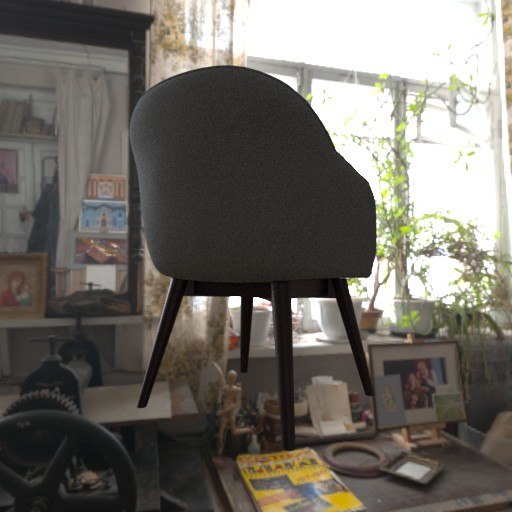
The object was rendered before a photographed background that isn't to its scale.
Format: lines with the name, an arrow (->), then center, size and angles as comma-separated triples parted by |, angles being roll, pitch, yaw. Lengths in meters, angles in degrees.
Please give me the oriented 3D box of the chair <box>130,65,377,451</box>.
chair -> 0.000, 0.000, 1.230 | 0.589, 0.810, 0.611 | 0, -1, 35
